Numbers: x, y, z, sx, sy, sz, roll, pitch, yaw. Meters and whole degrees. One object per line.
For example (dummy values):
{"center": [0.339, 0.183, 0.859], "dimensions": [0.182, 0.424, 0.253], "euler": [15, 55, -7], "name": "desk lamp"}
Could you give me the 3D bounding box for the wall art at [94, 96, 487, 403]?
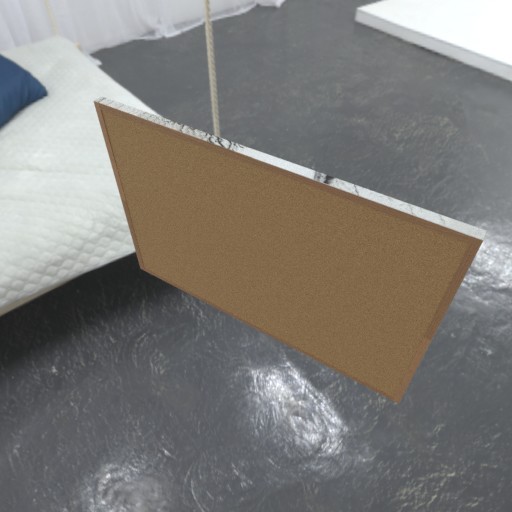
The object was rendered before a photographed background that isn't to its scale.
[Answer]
{"center": [0.000, 0.000, 1.417], "dimensions": [1.141, 0.758, 0.035], "euler": [24, 51, 21], "name": "wall art"}
